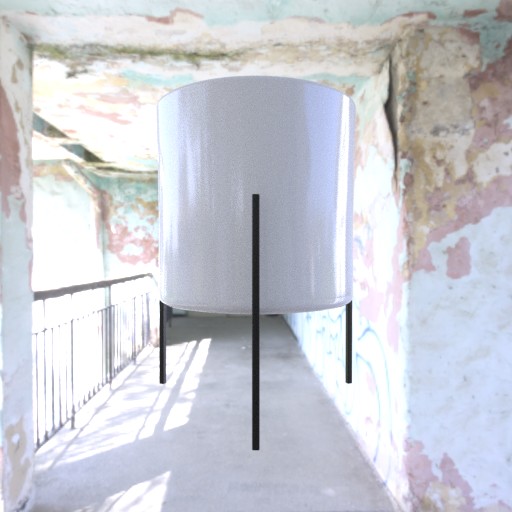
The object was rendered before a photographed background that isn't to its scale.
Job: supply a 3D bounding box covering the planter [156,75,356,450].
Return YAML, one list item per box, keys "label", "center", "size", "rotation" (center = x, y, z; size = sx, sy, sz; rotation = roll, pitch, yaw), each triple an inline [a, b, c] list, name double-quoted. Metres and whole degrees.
- label: "planter"
  center: [0.000, 0.000, 0.729]
  size: [0.360, 0.480, 0.361]
  rotation: [0, 1, 0]
